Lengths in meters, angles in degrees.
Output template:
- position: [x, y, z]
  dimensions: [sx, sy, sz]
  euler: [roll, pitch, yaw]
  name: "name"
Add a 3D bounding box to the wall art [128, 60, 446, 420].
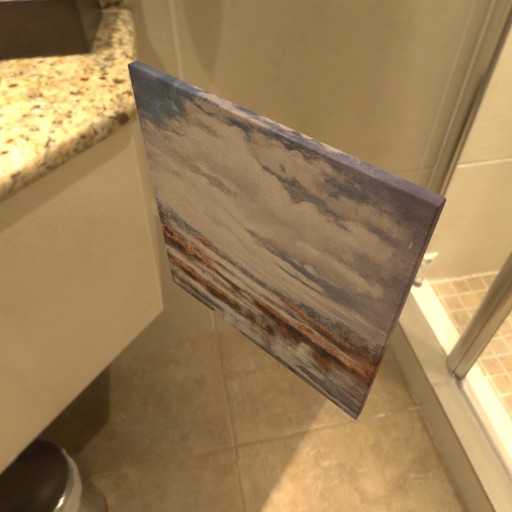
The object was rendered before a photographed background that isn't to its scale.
- position: [0.000, 0.000, 1.315]
  dimensions: [0.888, 0.897, 0.035]
  euler: [33, 55, 27]
  name: "wall art"
